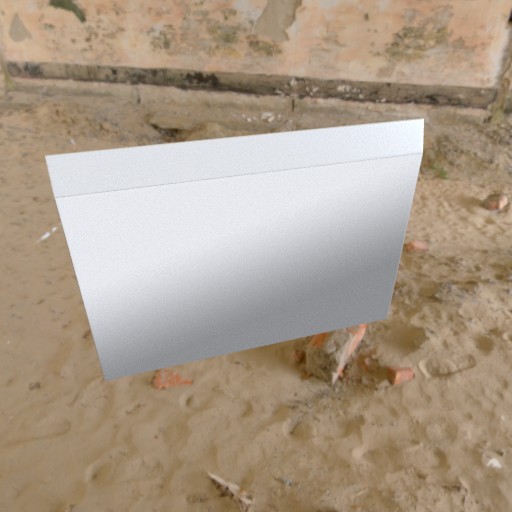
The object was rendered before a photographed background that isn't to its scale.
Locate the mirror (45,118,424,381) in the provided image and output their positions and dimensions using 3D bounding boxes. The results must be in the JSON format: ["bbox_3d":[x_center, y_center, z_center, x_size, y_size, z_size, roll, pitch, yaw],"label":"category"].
[{"bbox_3d":[0.000,0.000,1.150,0.870,0.630,0.030,-10,35,-14],"label":"mirror"}]
